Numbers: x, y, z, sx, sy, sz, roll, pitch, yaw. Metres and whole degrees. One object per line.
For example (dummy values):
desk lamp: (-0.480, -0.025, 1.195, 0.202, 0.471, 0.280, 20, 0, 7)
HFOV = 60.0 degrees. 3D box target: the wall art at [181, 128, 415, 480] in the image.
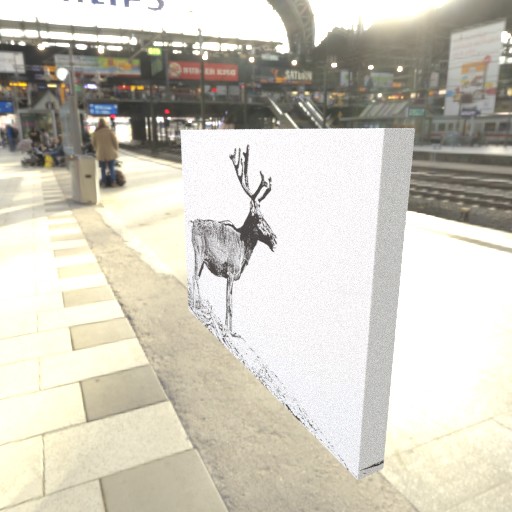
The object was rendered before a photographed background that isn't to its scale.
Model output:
wall art: (0.000, 0.000, 0.754, 0.042, 0.414, 0.608, -8, 18, -27)
